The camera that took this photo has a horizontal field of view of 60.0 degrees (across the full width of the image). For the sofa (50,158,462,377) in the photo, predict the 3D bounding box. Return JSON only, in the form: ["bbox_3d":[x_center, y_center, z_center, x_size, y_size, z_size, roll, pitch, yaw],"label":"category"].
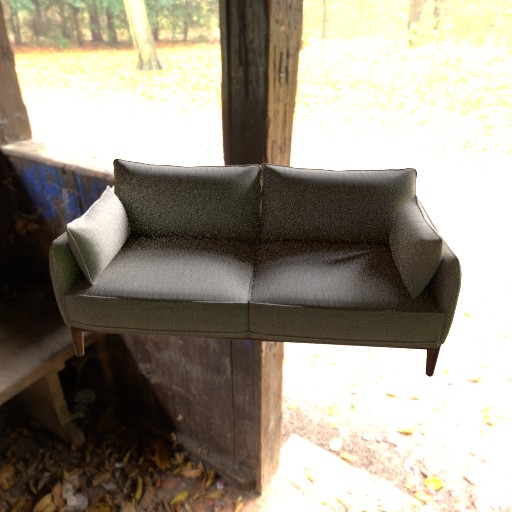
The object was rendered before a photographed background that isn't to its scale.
[{"bbox_3d":[0.000,0.000,2.504,1.989,0.860,0.991,2,29,4],"label":"sofa"}]
